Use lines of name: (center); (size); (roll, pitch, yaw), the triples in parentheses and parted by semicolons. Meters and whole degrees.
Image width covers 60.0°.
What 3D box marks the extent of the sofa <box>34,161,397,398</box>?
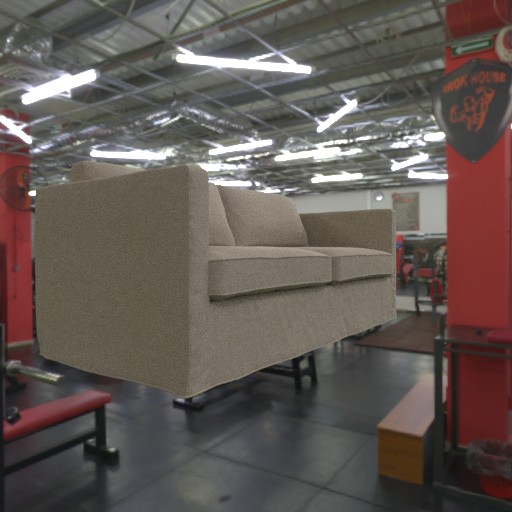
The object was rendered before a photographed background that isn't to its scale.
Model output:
sofa: (0.000, 0.000, 2.409); (0.956, 0.847, 1.987); (1, 1, 36)
